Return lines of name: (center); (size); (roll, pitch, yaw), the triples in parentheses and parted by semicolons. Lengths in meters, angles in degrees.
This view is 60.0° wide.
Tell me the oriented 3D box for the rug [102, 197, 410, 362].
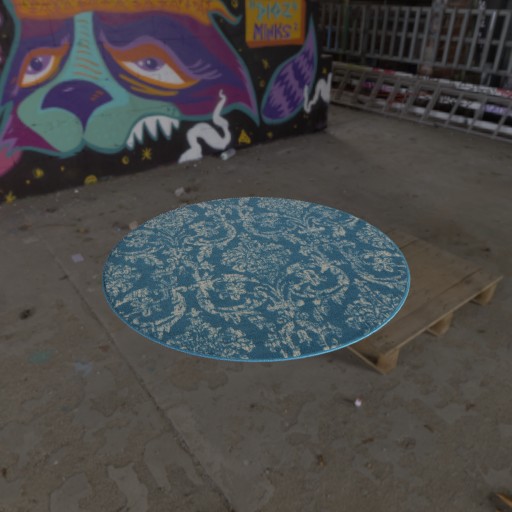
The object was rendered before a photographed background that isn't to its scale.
rug: (0.000, 0.000, 2.392); (1.593, 0.012, 1.593); (0, 31, 0)
